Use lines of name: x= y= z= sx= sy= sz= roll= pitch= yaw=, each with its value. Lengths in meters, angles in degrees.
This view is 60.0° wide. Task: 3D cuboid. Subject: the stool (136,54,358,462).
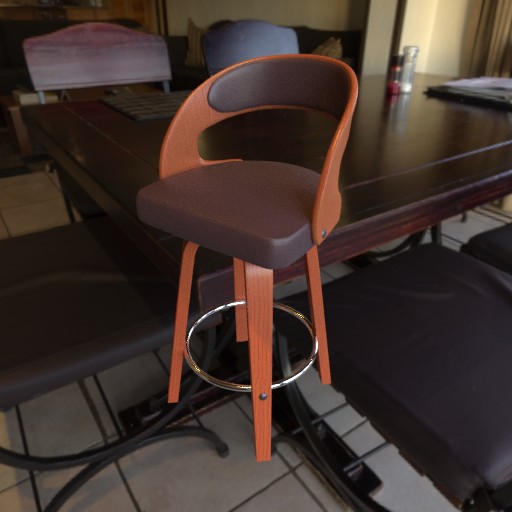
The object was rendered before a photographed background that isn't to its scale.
stool: x=0.000 y=0.000 z=1.172 sx=0.457 sy=0.940 sz=0.457 roll=20 pitch=36 yaw=31
